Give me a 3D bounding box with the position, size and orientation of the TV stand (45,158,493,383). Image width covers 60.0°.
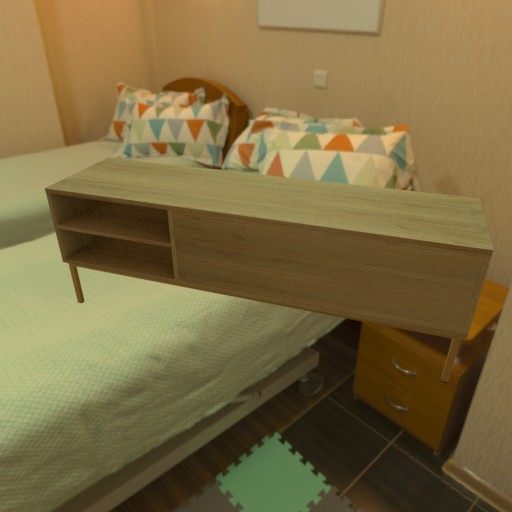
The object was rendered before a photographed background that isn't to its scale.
[{"bbox_3d":[0.000,0.000,1.822,1.600,0.550,0.420,9,31,16],"label":"TV stand"}]
